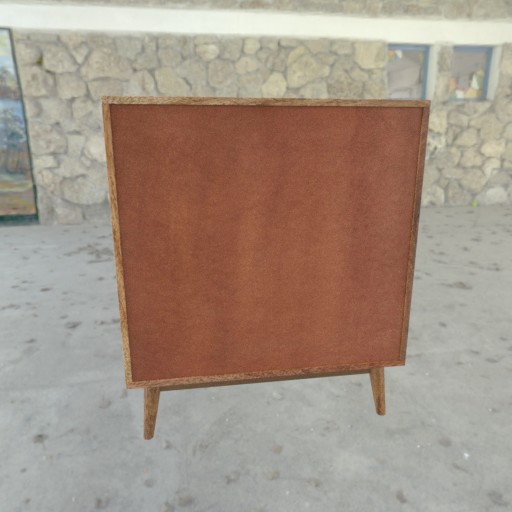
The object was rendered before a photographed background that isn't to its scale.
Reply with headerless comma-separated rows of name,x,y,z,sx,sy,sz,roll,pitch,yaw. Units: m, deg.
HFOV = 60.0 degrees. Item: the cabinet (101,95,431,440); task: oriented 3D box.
cabinet,0.000,0.000,1.178,0.647,0.758,0.473,-2,15,-9
